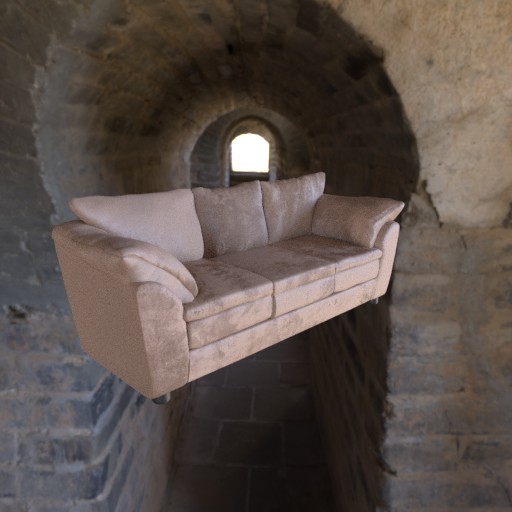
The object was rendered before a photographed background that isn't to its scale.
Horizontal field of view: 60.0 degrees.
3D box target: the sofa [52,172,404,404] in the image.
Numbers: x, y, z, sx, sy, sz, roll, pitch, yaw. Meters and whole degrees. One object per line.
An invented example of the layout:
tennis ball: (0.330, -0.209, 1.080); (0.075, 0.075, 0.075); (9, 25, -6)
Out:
sofa: (0.000, 0.000, 2.924); (2.377, 0.981, 0.893); (-14, 20, -43)
